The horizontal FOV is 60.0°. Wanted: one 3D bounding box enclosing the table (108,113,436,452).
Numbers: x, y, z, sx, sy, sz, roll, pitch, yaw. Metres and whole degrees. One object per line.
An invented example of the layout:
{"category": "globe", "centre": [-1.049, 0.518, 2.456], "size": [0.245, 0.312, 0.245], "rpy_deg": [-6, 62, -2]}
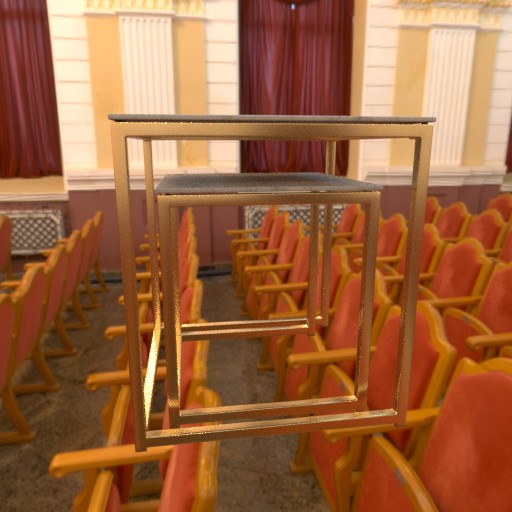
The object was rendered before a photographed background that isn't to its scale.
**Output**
{"category": "table", "centre": [0.000, 0.000, 0.871], "size": [0.450, 0.500, 0.450], "rpy_deg": [-2, 14, -8]}
